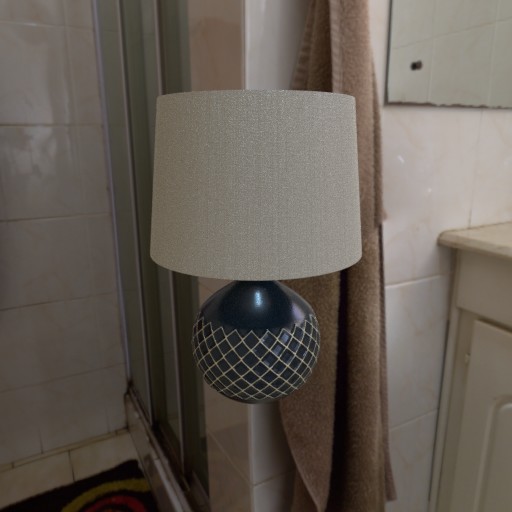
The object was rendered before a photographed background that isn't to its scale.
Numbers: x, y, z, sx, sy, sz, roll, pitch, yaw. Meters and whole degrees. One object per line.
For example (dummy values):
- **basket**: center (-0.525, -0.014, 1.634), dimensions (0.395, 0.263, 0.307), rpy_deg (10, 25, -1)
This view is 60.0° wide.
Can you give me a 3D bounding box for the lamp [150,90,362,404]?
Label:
- **lamp**: center (0.000, 0.000, 0.810), dimensions (0.376, 0.540, 0.376), rpy_deg (0, 15, 0)
